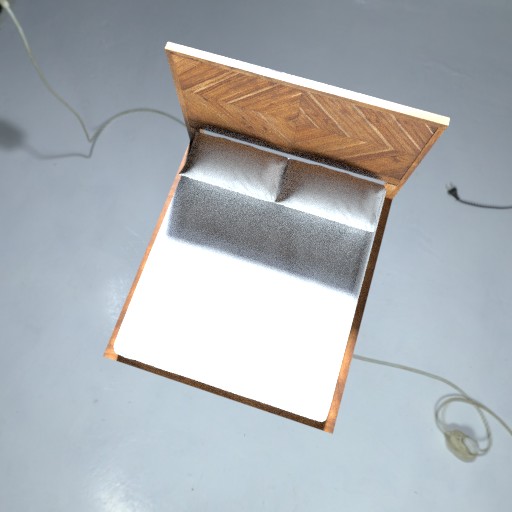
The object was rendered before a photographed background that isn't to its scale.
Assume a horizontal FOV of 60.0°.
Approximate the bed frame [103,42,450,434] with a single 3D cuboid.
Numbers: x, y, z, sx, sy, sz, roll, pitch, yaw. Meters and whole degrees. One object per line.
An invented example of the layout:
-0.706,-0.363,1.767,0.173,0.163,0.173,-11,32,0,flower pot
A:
0.000,0.000,3.529,2.038,1.537,2.235,17,75,5,bed frame
